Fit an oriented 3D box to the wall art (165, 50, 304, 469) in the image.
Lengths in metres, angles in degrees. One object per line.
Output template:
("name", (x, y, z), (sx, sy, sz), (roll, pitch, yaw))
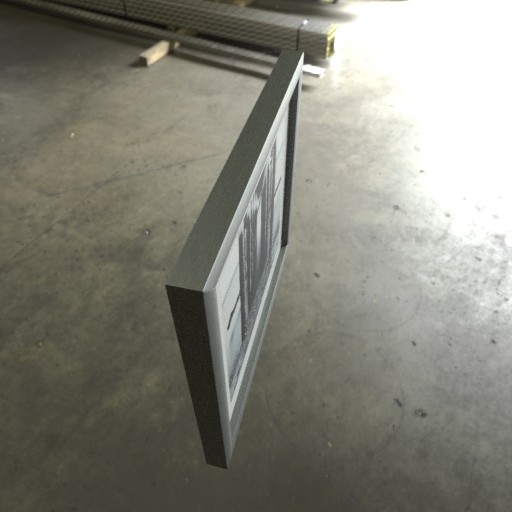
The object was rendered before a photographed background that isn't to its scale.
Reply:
("wall art", (0.000, 0.000, 0.527), (0.028, 0.330, 0.380), (10, 47, 9))
